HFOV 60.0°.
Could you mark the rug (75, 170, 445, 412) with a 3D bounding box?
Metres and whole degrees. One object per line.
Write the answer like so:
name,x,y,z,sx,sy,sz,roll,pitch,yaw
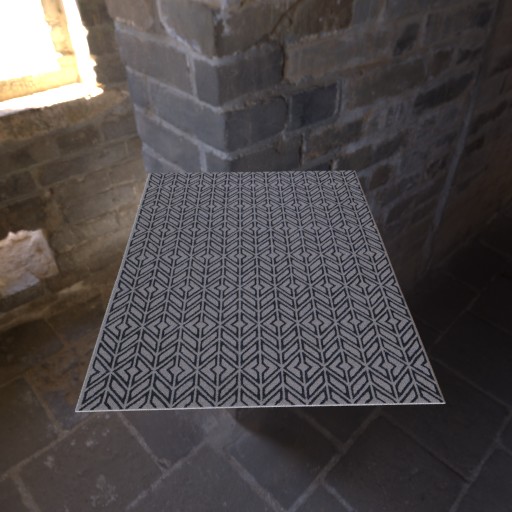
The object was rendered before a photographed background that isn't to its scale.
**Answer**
rug,0.000,0.000,4.048,2.421,0.008,3.045,-1,41,-1
